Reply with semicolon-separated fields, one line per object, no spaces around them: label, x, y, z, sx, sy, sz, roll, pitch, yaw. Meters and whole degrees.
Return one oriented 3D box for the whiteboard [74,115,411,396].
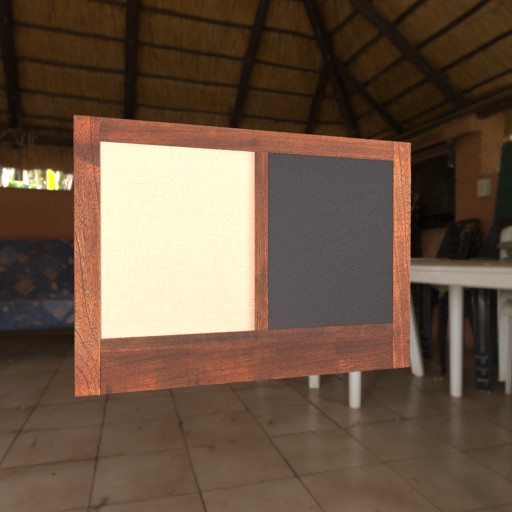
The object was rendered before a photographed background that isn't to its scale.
whiteboard;0.000;0.000;1.018;0.768;0.553;0.083;0;1;-17
